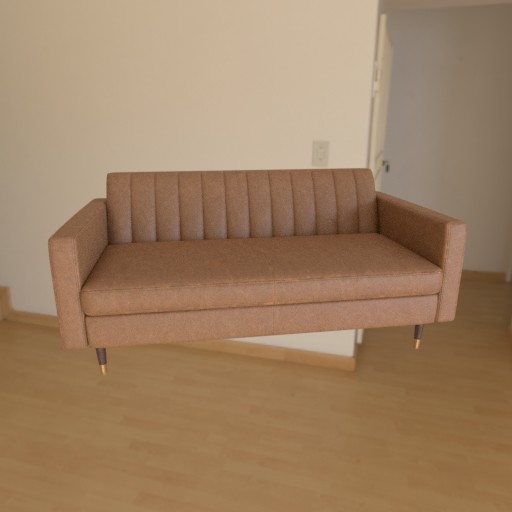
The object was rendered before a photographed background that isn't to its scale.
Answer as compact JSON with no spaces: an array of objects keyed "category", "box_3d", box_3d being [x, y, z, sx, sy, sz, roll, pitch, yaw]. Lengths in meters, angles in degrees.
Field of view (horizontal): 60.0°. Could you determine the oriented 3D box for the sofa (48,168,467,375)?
[{"category":"sofa","box_3d":[0.000,0.000,2.378,1.847,0.821,0.993,-3,17,-9]}]
